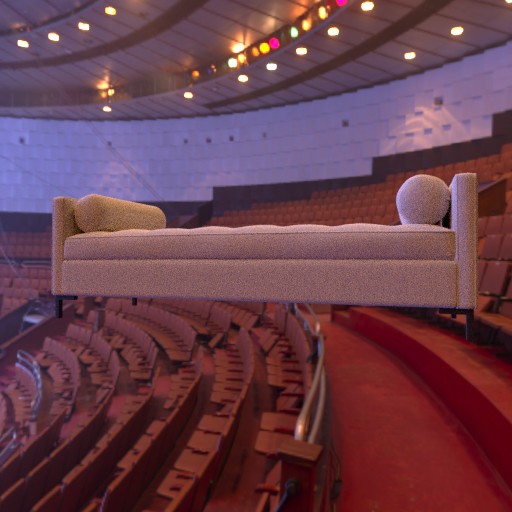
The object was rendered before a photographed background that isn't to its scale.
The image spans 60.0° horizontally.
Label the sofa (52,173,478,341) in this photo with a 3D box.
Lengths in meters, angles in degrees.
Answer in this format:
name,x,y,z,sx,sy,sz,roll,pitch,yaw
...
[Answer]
name,x,y,z,sx,sy,sz,roll,pitch,yaw
sofa,0.000,0.000,2.286,1.985,0.641,0.746,0,0,19
